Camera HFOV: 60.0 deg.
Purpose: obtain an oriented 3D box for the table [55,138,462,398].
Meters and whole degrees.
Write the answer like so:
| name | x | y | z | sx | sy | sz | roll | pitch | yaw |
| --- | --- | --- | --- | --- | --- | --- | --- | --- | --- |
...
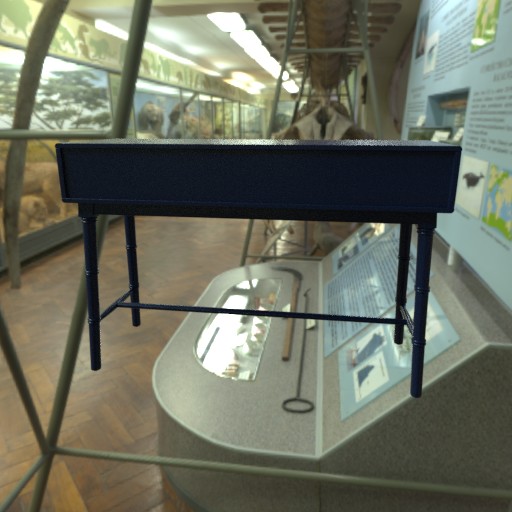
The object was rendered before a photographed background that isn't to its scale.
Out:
| name | x | y | z | sx | sy | sz | roll | pitch | yaw |
| --- | --- | --- | --- | --- | --- | --- | --- | --- | --- |
| table | 0.000 | 0.000 | 1.496 | 1.118 | 0.749 | 0.399 | 2 | 17 | 8 |
